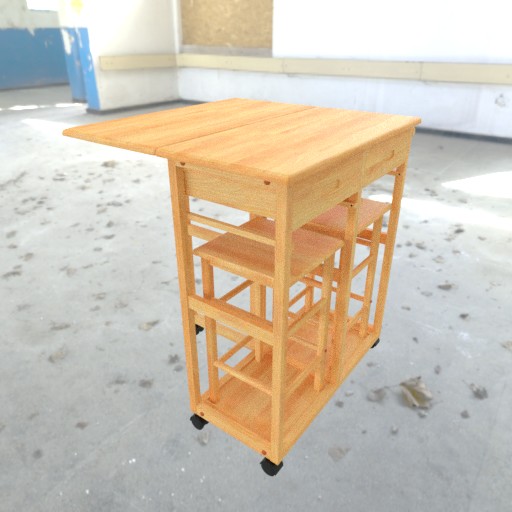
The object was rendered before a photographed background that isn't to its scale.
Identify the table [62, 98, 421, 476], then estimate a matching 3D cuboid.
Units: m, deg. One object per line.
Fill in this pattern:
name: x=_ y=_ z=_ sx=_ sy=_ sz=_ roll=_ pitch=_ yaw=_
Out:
table: x=0.000 y=0.000 z=1.412 sx=0.693 sy=0.832 sz=0.752 roll=19 pitch=33 yaw=32
